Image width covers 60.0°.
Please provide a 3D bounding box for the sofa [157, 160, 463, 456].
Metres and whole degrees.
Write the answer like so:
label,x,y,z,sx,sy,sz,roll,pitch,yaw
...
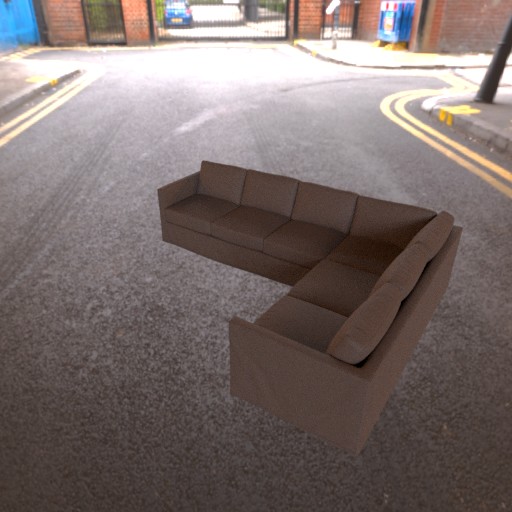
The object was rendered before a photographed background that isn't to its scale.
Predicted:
label,x,y,z,sx,sy,sz,roll,pitch,yaw
sofa,0.000,0.000,4.262,3.182,0.871,2.432,18,35,29
